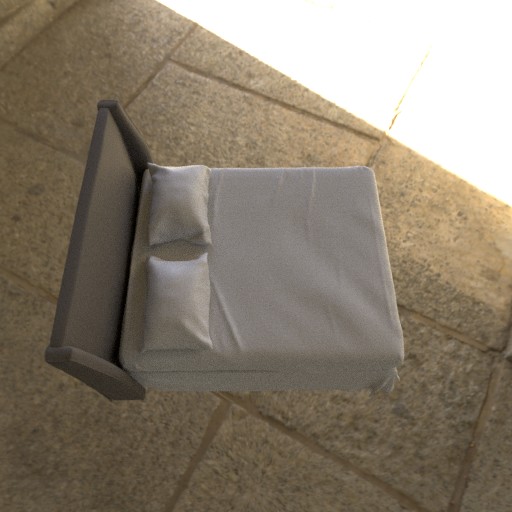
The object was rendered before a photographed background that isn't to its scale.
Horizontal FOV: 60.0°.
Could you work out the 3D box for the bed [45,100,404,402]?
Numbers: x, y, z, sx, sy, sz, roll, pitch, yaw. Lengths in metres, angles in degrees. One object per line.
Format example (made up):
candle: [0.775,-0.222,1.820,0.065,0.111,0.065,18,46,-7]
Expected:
bed: [0.000,0.000,3.339,2.276,1.332,1.925,-1,63,0]
